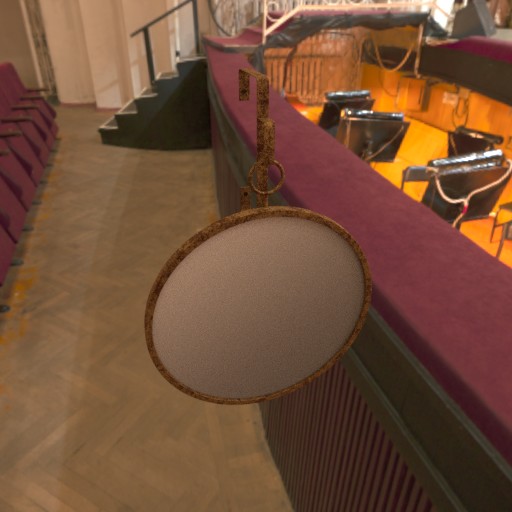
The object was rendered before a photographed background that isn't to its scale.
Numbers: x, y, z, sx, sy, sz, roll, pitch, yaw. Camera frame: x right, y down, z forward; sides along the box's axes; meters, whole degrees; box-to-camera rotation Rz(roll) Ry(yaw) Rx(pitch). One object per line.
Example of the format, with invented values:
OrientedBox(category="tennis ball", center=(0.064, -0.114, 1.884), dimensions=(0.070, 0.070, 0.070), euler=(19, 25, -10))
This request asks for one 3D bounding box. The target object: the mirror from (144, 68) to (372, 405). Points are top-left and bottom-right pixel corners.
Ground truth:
OrientedBox(category="mirror", center=(0.000, 0.000, 0.848), dimensions=(0.447, 0.651, 0.144), euler=(-8, 31, -14))
